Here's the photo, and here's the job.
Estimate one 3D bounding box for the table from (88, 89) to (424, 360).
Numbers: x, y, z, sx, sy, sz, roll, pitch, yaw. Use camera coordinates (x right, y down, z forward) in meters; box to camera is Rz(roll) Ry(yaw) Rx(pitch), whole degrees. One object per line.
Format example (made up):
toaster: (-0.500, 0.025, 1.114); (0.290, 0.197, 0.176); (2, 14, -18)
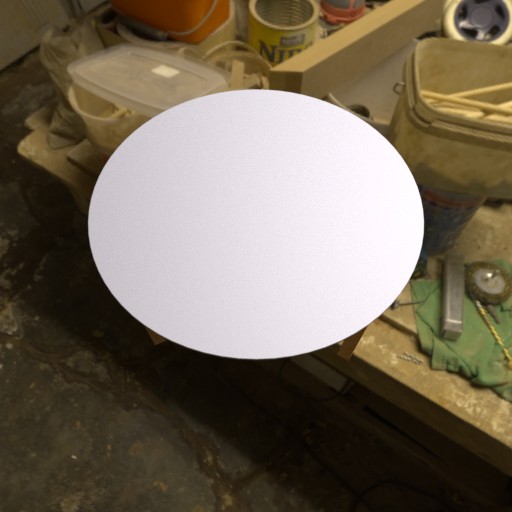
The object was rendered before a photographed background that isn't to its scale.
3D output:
table: (0.000, 0.000, 0.979); (0.600, 0.405, 0.600); (0, 59, 0)
